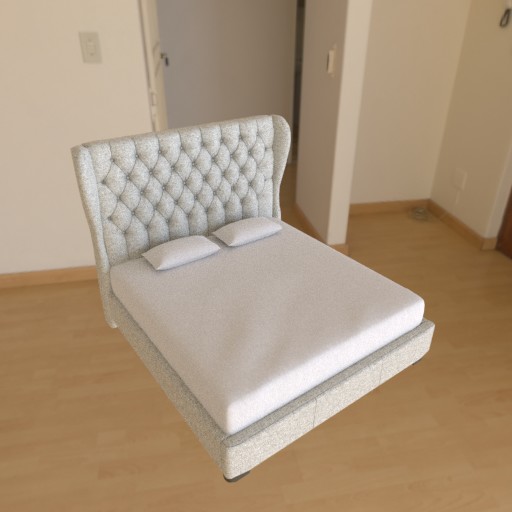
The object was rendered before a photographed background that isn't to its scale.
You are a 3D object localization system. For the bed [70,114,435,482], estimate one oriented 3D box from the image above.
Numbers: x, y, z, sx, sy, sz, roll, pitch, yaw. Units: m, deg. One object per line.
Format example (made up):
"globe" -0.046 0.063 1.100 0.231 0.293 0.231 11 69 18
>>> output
"bed" 0.000 0.000 3.820 2.219 1.771 2.347 -20 35 -31
